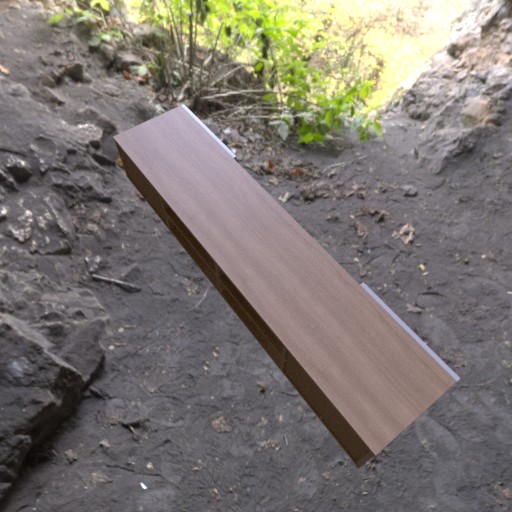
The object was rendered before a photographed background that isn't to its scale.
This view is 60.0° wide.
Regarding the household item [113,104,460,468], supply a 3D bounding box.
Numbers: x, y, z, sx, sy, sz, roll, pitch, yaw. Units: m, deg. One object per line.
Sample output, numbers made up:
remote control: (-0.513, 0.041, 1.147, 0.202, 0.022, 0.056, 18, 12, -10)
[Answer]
household item: (0.000, 0.000, 2.029, 0.420, 0.310, 1.850, -32, 63, -19)
